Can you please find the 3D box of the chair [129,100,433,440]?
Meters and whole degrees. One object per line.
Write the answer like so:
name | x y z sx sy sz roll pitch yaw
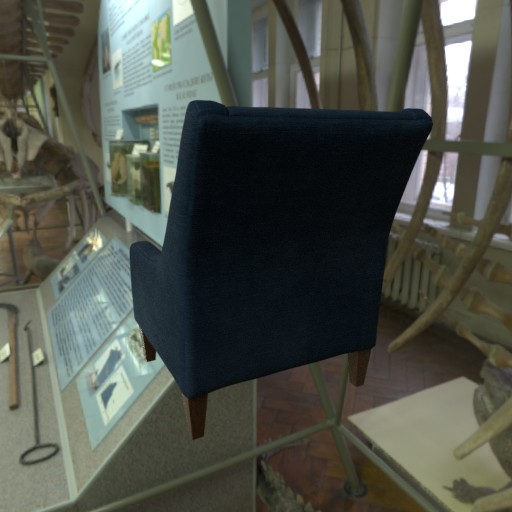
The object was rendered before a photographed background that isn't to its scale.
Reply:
chair | 0.000 0.000 1.634 0.774 1.014 0.870 -8 17 -27
